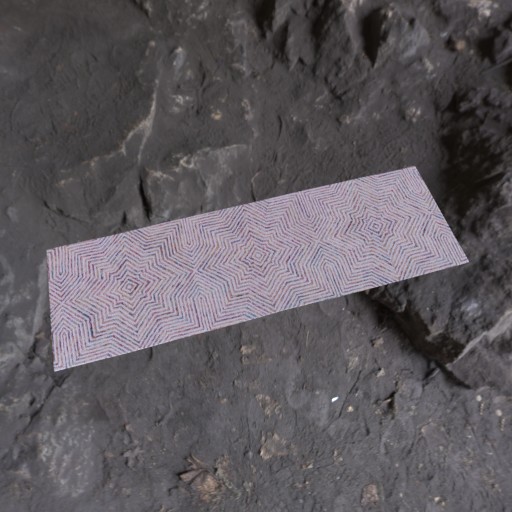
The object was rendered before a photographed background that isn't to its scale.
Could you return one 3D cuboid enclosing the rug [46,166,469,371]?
[{"bbox_3d":[0.000,0.000,2.679,2.443,0.009,0.771,-14,63,-7],"label":"rug"}]
